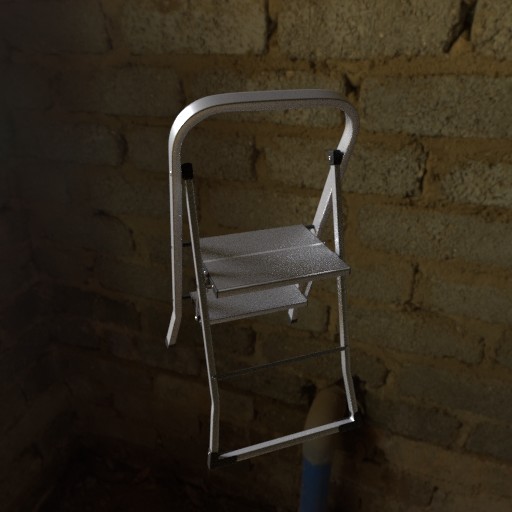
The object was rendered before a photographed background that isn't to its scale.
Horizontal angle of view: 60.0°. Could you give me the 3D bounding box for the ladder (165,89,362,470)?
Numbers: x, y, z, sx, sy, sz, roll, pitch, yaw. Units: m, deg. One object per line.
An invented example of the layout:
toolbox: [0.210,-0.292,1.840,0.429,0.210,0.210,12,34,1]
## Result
ladder: [0.000,0.000,1.142,0.465,0.830,0.530,-9,29,-17]
